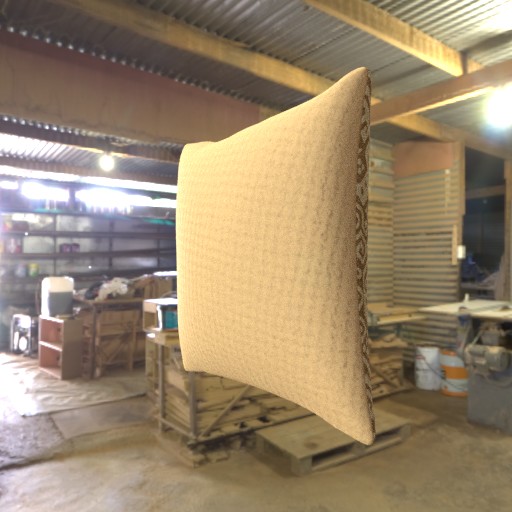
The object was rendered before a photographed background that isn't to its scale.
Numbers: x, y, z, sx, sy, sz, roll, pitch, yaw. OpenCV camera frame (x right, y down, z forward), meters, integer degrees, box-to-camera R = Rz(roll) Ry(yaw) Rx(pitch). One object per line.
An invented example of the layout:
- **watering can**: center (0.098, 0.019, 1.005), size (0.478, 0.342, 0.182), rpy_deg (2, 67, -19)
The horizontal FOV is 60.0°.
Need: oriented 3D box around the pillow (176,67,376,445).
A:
- **pillow**: center (0.000, 0.000, 0.636), size (0.173, 0.407, 0.419), rpy_deg (0, -1, -37)
